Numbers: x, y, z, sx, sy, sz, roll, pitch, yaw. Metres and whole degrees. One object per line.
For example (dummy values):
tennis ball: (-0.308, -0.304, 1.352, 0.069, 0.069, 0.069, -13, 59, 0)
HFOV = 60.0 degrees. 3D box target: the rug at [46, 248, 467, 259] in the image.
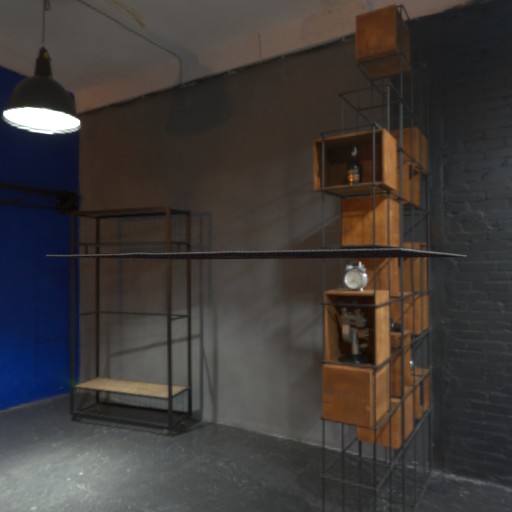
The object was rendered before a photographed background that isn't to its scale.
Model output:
rug: (0.000, 0.000, 2.289, 1.820, 0.012, 1.207, -1, -1, 34)
